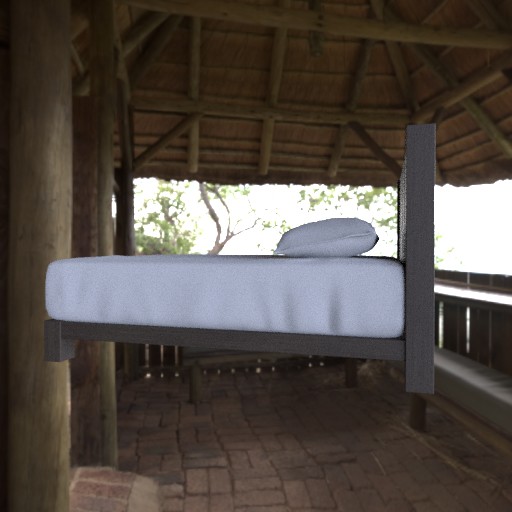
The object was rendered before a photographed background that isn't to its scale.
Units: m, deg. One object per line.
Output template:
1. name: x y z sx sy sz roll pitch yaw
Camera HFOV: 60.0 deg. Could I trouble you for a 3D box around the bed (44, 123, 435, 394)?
1. bed: 0.000 0.000 3.215 2.242 1.270 1.727 0 1 16
